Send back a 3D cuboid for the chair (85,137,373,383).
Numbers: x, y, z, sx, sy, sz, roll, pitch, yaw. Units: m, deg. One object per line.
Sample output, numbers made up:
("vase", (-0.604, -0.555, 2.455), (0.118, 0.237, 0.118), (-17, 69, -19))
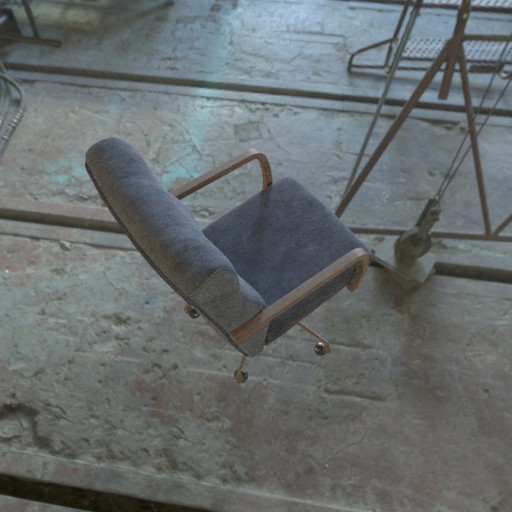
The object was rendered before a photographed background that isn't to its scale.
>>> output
("chair", (0.000, 0.000, 1.498), (0.741, 1.029, 0.640), (-32, 63, -18))
